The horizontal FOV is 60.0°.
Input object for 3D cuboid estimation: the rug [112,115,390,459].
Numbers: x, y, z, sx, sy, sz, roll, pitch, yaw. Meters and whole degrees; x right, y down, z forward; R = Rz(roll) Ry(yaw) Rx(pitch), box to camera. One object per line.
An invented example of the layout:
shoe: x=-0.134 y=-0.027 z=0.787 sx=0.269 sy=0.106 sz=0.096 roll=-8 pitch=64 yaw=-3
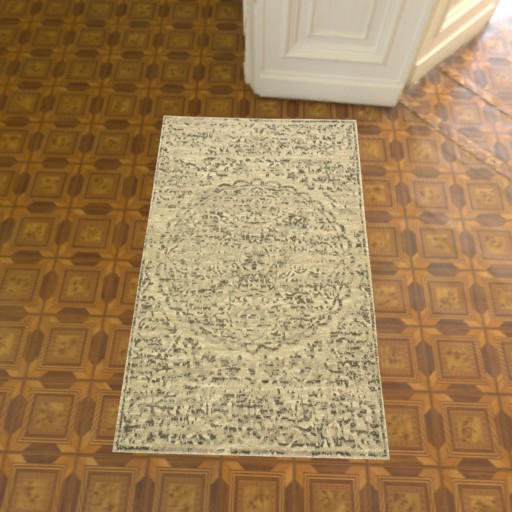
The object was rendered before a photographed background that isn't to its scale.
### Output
rug: x=0.000 y=0.000 z=2.976 sx=1.527 sy=0.021 sz=2.447 roll=1 pitch=64 yaw=1
